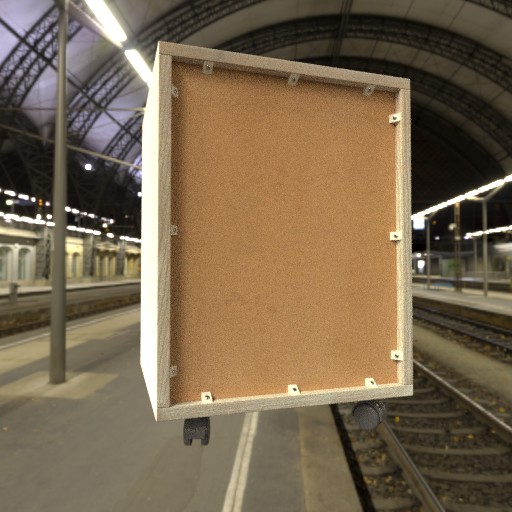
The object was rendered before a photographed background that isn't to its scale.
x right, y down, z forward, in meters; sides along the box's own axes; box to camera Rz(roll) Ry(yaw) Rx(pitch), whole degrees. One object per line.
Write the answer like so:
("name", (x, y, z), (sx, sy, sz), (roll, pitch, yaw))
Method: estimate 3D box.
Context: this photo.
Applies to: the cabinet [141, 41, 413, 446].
("cabinet", (0.000, 0.000, 0.855), (0.409, 0.579, 0.401), (1, -2, -18))
